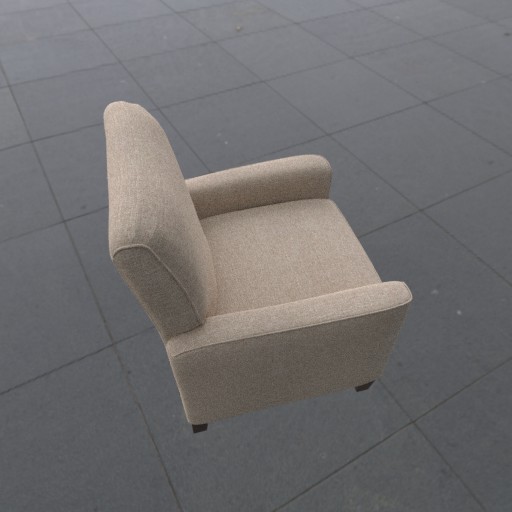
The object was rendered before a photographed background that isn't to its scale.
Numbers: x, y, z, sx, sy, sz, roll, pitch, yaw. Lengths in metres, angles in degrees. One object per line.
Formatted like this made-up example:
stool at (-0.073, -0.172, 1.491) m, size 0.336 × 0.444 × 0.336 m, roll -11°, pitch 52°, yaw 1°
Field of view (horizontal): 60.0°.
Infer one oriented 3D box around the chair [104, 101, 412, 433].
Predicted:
chair at (0.000, 0.000, 1.617) m, size 0.858 × 1.028 × 0.841 m, roll -11°, pitch 48°, yaw -10°
